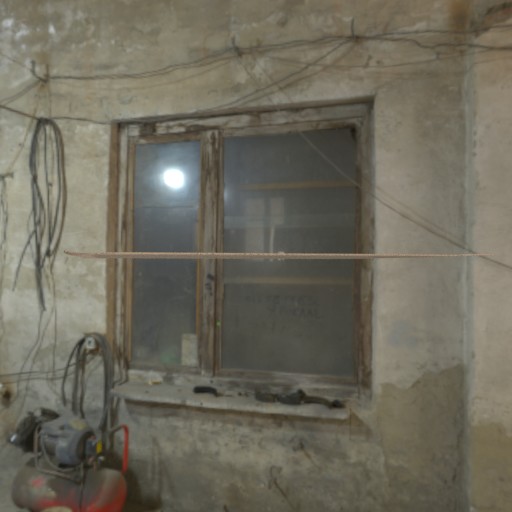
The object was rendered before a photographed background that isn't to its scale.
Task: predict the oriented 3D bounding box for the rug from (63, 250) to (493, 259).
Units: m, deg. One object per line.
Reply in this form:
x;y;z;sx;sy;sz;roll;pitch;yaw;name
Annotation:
0.000;0.000;3.846;2.897;0.035;2.277;0;-1;-19;rug
